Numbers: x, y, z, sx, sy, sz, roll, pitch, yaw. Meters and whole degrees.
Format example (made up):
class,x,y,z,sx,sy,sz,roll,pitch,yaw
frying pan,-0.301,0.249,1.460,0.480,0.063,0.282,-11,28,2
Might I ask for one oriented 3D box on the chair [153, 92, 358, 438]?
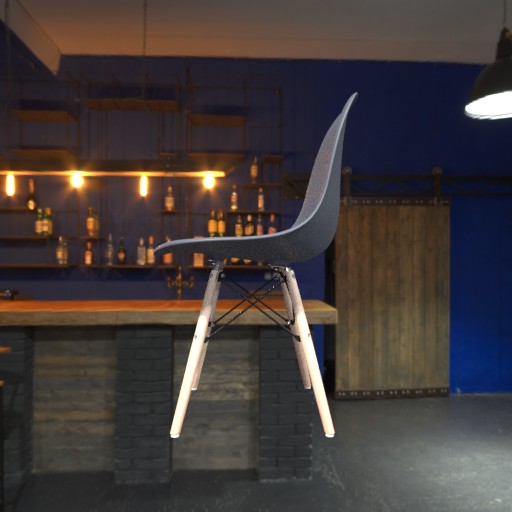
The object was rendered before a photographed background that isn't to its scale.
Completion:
class,x,y,z,sx,sy,sz,roll,pitch,yaw
chair,0.000,0.000,1.196,0.533,0.826,0.470,0,0,-1
